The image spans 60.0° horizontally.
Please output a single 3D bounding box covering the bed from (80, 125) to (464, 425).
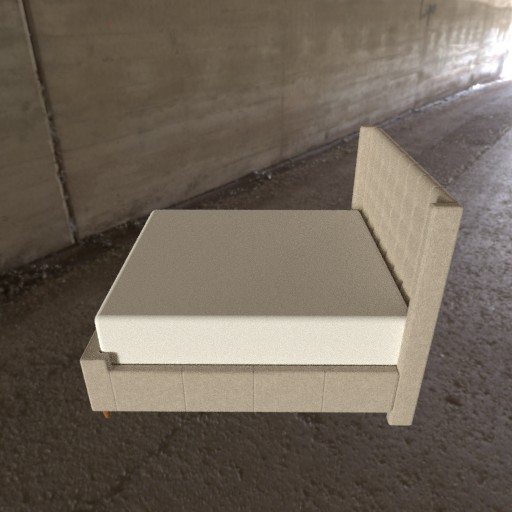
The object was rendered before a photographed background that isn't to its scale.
[{"bbox_3d":[0.000,0.000,3.753,2.370,1.743,2.045,0,29,0],"label":"bed"}]
